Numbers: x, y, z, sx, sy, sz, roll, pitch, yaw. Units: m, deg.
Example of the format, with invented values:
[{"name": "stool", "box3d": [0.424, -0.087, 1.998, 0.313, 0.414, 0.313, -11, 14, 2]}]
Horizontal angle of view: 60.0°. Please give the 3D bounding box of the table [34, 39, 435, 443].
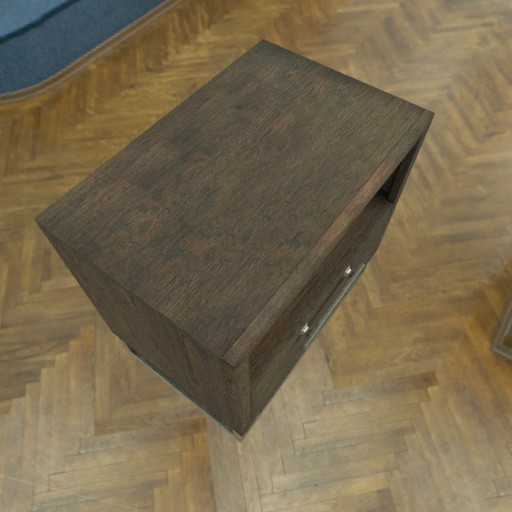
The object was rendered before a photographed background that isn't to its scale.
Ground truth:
[{"name": "table", "box3d": [0.000, 0.000, 1.270, 0.542, 0.746, 0.767, 32, 63, 19]}]
